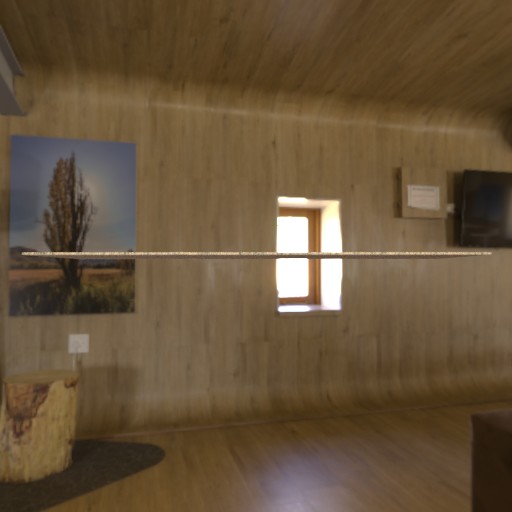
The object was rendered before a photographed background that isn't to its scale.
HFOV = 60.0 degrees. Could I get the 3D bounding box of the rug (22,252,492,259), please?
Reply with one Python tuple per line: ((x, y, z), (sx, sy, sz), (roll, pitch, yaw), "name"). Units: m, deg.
((0.000, 0.000, 2.501), (2.290, 0.014, 0.700), (0, -2, 1), "rug")
